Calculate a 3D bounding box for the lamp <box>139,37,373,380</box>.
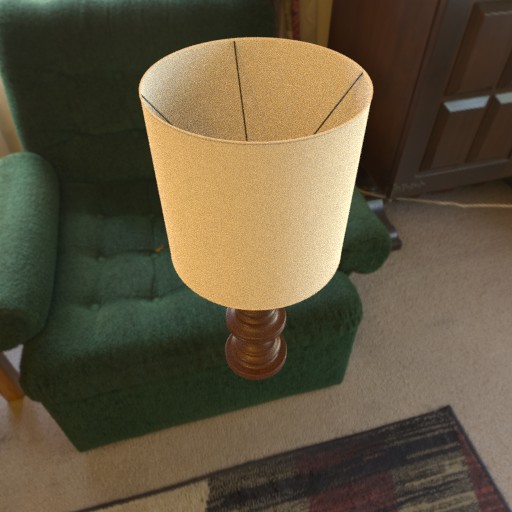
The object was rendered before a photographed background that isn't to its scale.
[{"bbox_3d":[0.000,0.000,0.564,0.208,0.455,0.208,-25,51,-22],"label":"lamp"}]
